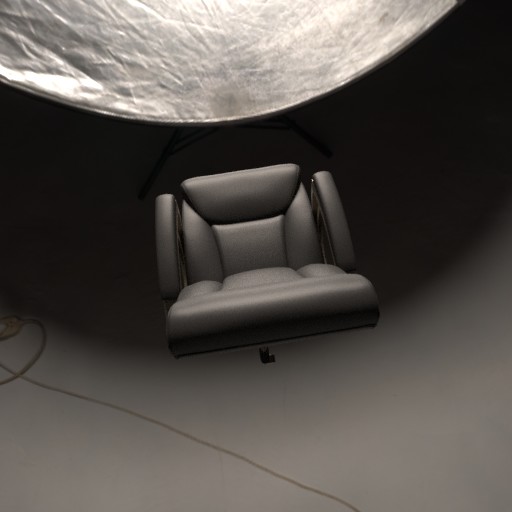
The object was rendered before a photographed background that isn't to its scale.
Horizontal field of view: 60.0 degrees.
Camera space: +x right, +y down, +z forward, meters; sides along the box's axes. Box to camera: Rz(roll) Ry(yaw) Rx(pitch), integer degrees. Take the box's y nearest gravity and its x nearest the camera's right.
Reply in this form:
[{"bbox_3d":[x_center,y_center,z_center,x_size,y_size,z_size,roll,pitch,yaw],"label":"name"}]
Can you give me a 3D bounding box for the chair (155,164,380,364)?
[{"bbox_3d":[0.000,0.000,1.603,0.694,1.188,0.748,-9,75,-2],"label":"chair"}]
